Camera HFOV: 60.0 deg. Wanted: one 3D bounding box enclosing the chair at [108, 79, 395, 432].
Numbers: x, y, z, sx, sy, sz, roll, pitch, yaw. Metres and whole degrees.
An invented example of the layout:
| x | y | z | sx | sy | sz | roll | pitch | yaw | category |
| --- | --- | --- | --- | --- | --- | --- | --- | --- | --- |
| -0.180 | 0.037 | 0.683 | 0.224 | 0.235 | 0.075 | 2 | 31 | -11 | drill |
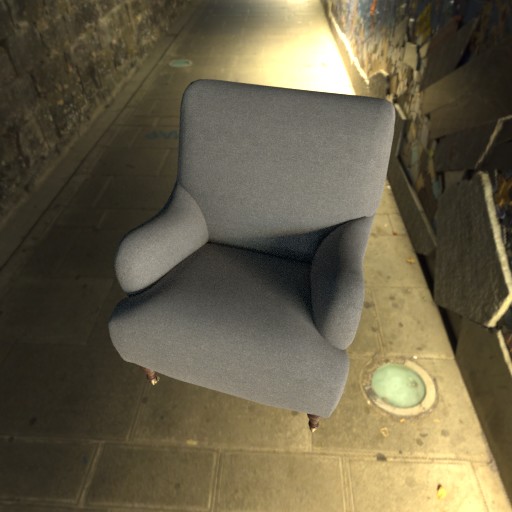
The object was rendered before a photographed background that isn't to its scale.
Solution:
| x | y | z | sx | sy | sz | roll | pitch | yaw | category |
| --- | --- | --- | --- | --- | --- | --- | --- | --- | --- |
| 0.000 | 0.000 | 1.540 | 0.766 | 0.942 | 0.843 | 12 | 41 | 14 | chair |
